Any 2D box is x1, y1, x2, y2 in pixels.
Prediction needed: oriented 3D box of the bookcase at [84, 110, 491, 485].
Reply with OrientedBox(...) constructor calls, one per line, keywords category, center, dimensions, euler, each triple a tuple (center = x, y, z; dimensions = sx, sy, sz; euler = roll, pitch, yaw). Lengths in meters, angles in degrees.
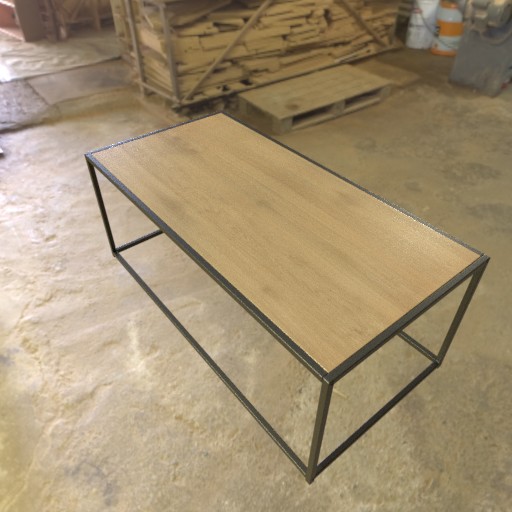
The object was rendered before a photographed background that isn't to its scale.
OrientedBox(category="bookcase", center=(0.000, 0.000, 1.264), dimensions=(0.500, 0.400, 1.000), euler=(-28, 48, -28))
